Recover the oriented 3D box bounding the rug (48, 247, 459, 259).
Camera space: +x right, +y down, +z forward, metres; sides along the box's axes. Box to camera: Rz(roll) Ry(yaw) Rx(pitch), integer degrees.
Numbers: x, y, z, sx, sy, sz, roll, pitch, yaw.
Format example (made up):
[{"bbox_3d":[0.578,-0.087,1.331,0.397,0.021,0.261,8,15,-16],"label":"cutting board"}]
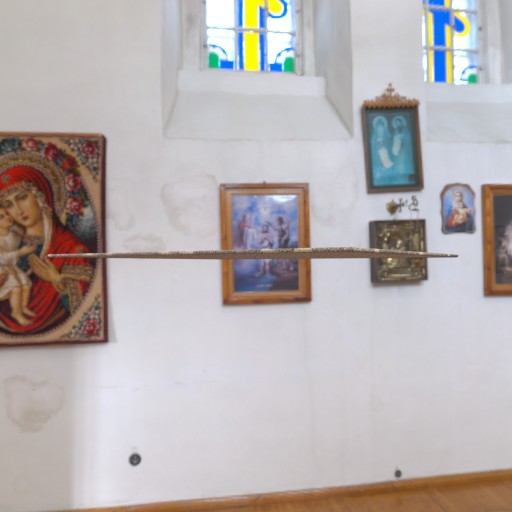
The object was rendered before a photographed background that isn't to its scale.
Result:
[{"bbox_3d":[0.000,0.000,4.114,3.000,0.026,2.399,-1,-1,37],"label":"rug"}]
